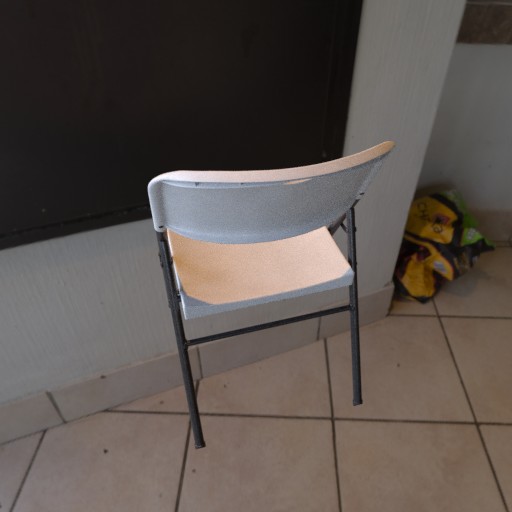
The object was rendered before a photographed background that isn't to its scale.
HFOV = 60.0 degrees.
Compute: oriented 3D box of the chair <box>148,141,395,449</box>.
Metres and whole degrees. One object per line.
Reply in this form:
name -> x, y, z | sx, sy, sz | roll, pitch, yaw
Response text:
chair -> 0.000, 0.000, 1.169 | 0.494, 0.810, 0.566 | -11, 41, -12
